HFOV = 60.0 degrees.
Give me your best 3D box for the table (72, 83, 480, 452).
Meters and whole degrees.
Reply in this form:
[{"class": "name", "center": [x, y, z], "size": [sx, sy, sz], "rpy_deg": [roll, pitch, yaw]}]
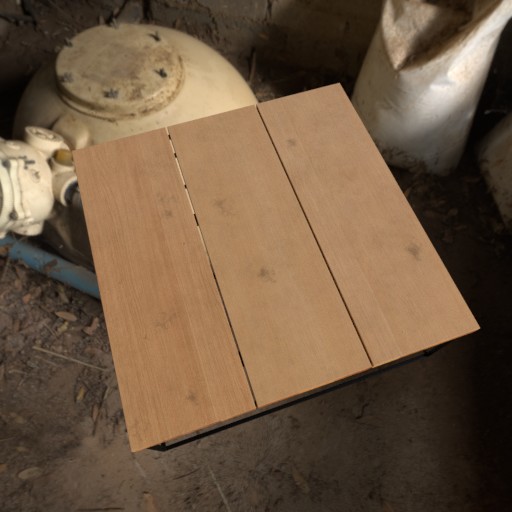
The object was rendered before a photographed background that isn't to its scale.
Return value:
[{"class": "table", "center": [0.000, 0.000, 1.707], "size": [1.100, 0.400, 1.100], "rpy_deg": [-17, 66, -8]}]
